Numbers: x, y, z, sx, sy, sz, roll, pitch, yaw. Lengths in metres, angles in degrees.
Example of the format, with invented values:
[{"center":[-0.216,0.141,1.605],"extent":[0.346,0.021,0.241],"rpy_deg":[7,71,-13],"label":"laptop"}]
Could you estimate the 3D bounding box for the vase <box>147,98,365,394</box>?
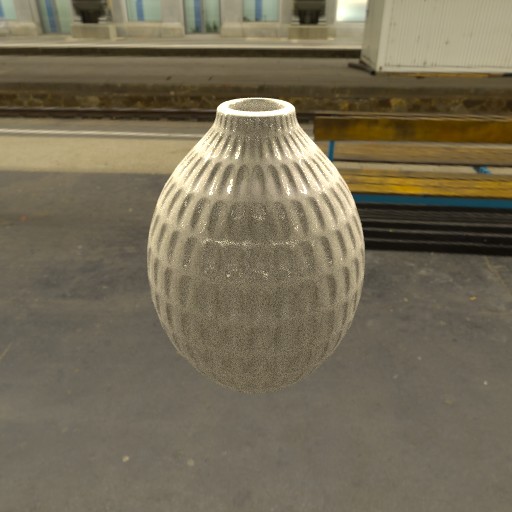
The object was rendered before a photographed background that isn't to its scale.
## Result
[{"center":[0.000,0.000,0.338],"extent":[0.162,0.223,0.162],"rpy_deg":[0,30,0],"label":"vase"}]
